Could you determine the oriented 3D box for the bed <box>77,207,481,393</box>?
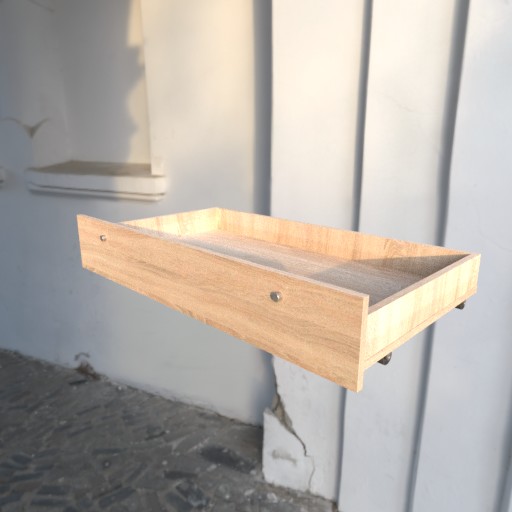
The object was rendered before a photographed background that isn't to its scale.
[{"bbox_3d":[0.000,0.000,1.478,1.200,0.209,0.685,15,22,42],"label":"bed"}]
